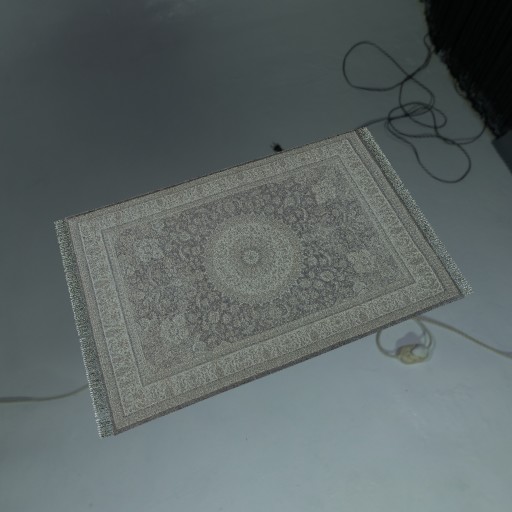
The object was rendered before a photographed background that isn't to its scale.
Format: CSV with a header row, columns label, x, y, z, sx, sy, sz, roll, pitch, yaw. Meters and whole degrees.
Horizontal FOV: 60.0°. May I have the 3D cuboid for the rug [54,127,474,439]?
label,x,y,z,sx,sy,sz,roll,pitch,yaw
rug,0.000,0.000,2.978,2.440,0.010,1.528,-19,65,-9
